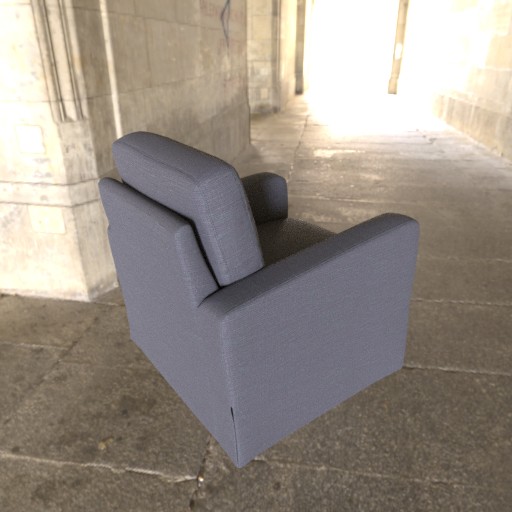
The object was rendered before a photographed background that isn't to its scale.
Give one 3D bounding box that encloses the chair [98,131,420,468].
[{"bbox_3d":[0.000,0.000,1.558,0.863,0.855,0.798,-17,30,-33],"label":"chair"}]
